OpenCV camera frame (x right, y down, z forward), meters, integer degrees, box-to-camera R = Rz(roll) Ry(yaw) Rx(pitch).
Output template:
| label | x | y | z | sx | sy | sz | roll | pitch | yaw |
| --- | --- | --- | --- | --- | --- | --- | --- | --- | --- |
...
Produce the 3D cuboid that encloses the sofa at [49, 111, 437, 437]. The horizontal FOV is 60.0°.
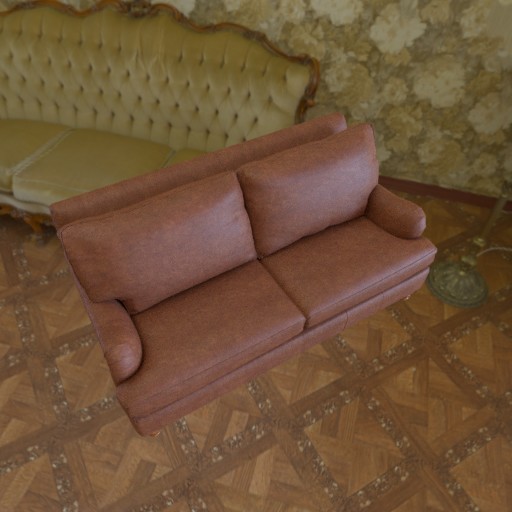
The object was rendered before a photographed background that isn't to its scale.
| label | x | y | z | sx | sy | sz | roll | pitch | yaw |
| --- | --- | --- | --- | --- | --- | --- | --- | --- | --- |
| sofa | 0.000 | 0.000 | 2.814 | 2.144 | 1.071 | 1.147 | -23 | 51 | -20 |
